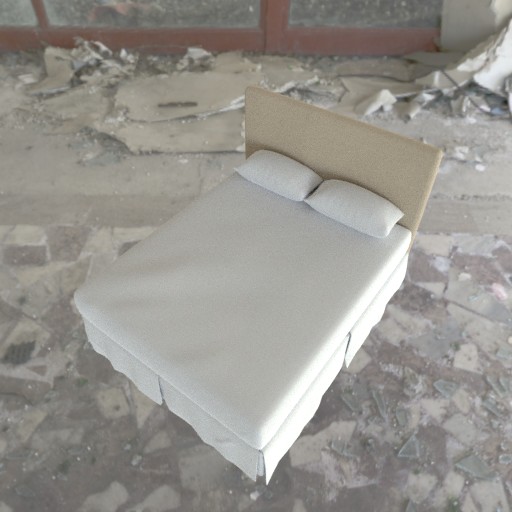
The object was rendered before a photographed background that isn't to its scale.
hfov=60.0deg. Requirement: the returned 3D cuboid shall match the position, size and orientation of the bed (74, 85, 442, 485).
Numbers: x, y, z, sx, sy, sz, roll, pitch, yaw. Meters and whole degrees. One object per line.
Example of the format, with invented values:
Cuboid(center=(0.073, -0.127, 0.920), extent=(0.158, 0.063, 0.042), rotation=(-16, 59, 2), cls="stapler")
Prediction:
Cuboid(center=(0.000, 0.000, 3.185), extent=(1.723, 1.330, 2.142), rotation=(28, 52, 25), cls="bed")
